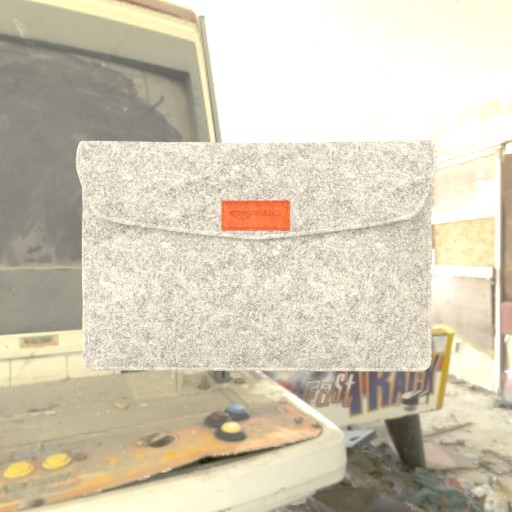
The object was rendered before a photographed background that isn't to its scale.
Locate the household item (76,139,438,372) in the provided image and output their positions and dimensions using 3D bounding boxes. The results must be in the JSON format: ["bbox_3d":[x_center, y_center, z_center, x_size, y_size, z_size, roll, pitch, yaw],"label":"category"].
[{"bbox_3d":[0.000,0.000,0.425,0.335,0.221,0.057,0,0,1],"label":"household item"}]
